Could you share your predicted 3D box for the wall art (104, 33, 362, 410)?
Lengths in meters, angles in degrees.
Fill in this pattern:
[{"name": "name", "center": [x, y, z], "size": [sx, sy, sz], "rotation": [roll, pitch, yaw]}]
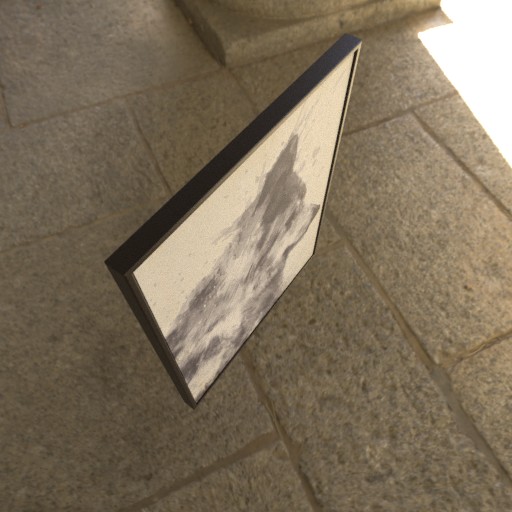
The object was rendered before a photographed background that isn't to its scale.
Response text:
[{"name": "wall art", "center": [0.000, 0.000, 0.743], "size": [0.028, 0.551, 0.451], "rotation": [32, 64, 18]}]
